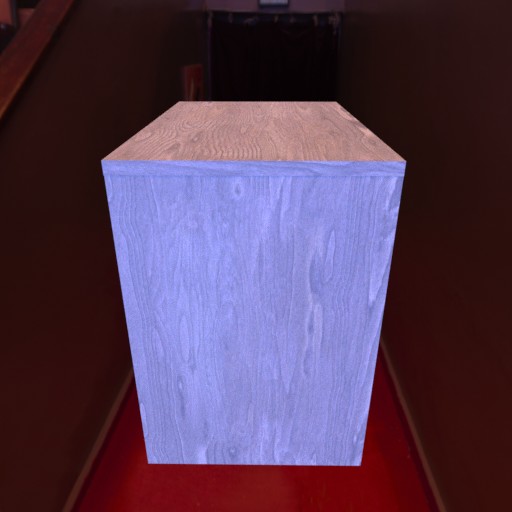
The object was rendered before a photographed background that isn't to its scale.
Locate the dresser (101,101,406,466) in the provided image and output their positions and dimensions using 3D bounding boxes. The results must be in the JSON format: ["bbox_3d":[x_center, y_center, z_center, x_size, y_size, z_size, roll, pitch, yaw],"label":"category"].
[{"bbox_3d":[0.000,0.000,1.299,0.529,0.762,0.809,0,26,1],"label":"dresser"}]
